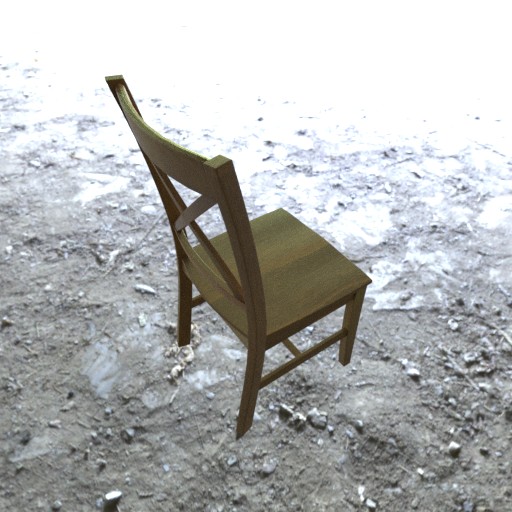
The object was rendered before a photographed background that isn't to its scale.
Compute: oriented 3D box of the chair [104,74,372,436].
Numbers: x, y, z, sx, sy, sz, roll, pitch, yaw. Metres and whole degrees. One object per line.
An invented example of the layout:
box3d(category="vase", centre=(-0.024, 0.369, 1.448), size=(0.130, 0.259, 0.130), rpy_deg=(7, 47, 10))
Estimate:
box3d(category="chair", centre=(0.000, 0.000, 1.282), size=(0.542, 0.983, 0.485), rpy_deg=(-25, 48, -25))
